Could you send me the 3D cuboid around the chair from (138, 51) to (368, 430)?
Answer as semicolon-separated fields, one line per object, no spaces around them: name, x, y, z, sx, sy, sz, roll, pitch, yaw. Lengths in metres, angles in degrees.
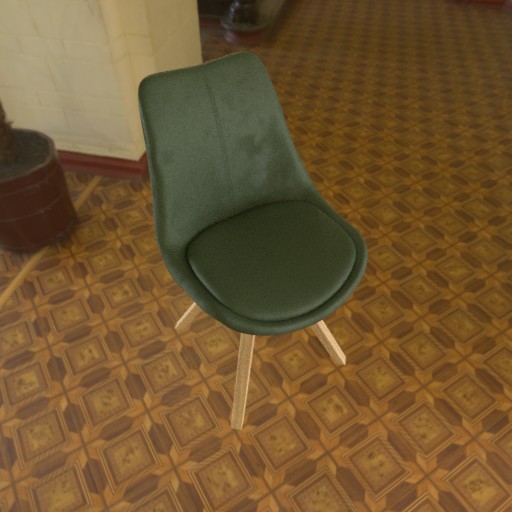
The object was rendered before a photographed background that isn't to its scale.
chair;0.000;0.000;1.203;0.483;0.865;0.547;-25;51;-22
